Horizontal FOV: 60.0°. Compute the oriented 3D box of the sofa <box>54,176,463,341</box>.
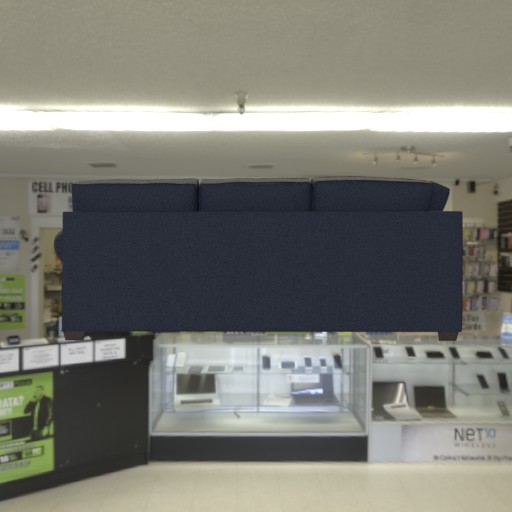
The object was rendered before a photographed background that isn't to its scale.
[{"bbox_3d":[0.000,0.000,3.962,2.562,1.042,2.487,0,0,1],"label":"sofa"}]
